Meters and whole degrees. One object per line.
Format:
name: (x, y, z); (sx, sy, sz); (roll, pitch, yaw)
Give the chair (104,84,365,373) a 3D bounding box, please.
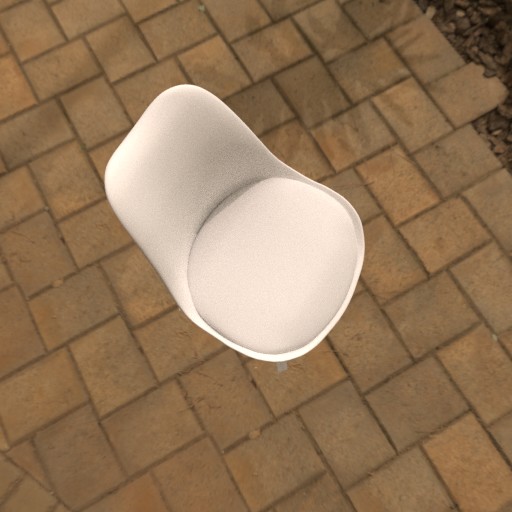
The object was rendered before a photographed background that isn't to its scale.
chair: (0.000, 0.000, 1.196); (0.550, 0.850, 0.485); (30, 78, 7)
